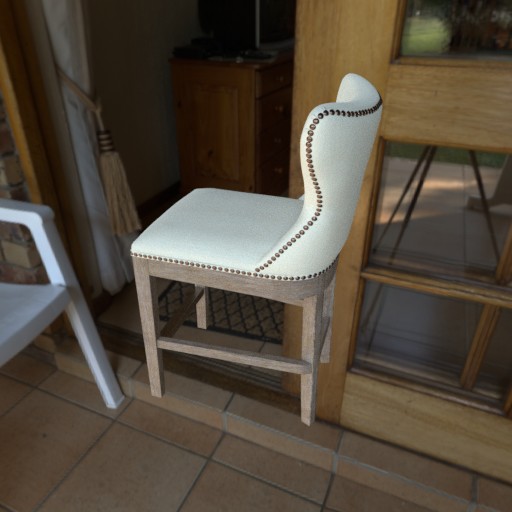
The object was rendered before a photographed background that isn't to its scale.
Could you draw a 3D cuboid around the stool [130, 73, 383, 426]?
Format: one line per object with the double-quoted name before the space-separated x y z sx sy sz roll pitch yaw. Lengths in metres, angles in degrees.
"stool" 0.000 0.000 1.325 0.608 0.981 0.498 9 32 15
